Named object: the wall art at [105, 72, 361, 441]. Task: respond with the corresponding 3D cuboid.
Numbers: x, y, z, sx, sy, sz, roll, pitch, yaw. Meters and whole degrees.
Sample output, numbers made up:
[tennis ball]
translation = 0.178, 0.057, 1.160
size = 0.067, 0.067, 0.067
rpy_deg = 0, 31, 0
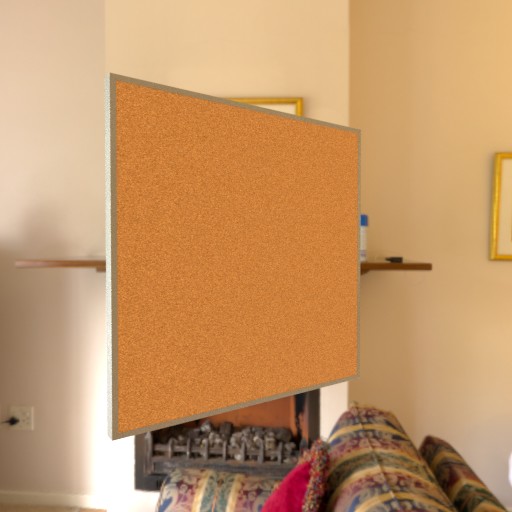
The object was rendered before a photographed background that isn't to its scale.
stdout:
[wall art]
translation = 0.000, 0.000, 1.221
size = 0.809, 0.807, 0.038
rpy_deg = -1, 1, -36
